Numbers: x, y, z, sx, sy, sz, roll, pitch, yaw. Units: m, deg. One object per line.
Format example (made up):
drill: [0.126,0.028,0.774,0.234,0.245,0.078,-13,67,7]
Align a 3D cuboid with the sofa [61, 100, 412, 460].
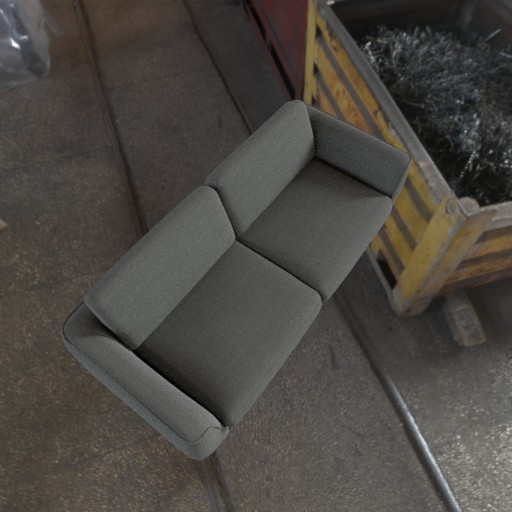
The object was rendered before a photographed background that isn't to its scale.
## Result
sofa: [0.000,0.000,2.462,0.920,0.850,2.000,32,64,18]
